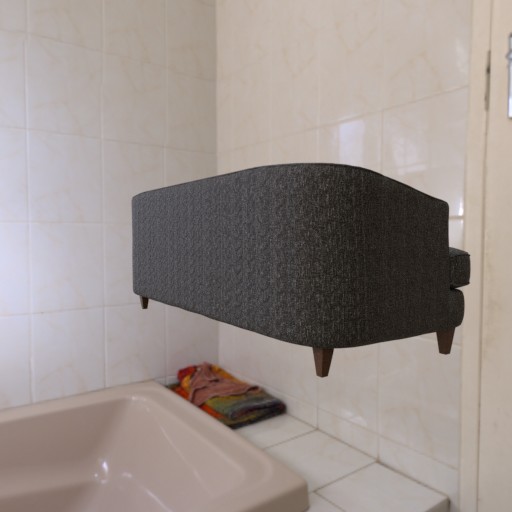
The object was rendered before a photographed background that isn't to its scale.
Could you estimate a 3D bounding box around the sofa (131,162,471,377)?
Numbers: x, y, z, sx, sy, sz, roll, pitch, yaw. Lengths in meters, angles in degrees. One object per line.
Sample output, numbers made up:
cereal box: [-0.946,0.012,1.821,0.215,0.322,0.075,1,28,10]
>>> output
sofa: [0.000,0.000,2.730,0.941,0.855,2.278,-2,3,-35]
